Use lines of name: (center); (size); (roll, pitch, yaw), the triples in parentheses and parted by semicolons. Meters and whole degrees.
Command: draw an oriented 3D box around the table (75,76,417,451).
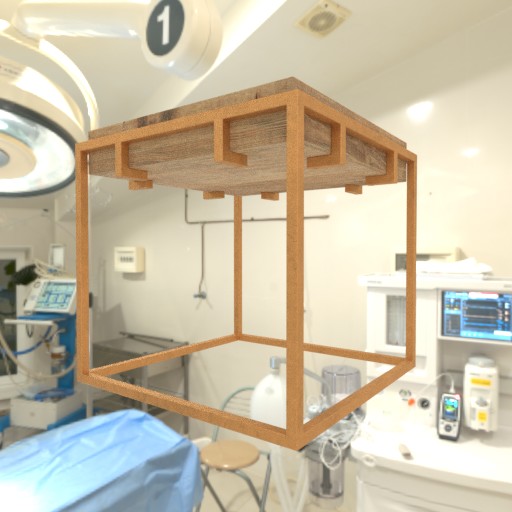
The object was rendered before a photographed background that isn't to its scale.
table: (0.000, 0.000, 1.095); (0.599, 0.584, 0.599); (1, 1, 36)
